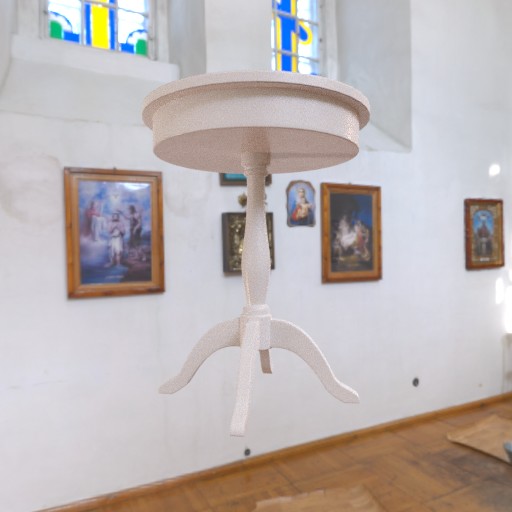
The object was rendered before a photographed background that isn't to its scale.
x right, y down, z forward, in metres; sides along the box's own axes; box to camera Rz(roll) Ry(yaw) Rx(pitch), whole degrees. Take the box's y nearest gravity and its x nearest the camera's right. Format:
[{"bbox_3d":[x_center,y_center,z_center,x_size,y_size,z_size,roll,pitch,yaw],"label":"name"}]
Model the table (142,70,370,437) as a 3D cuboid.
[{"bbox_3d":[0.000,0.000,1.030,0.513,0.653,0.513,0,0,0],"label":"table"}]
